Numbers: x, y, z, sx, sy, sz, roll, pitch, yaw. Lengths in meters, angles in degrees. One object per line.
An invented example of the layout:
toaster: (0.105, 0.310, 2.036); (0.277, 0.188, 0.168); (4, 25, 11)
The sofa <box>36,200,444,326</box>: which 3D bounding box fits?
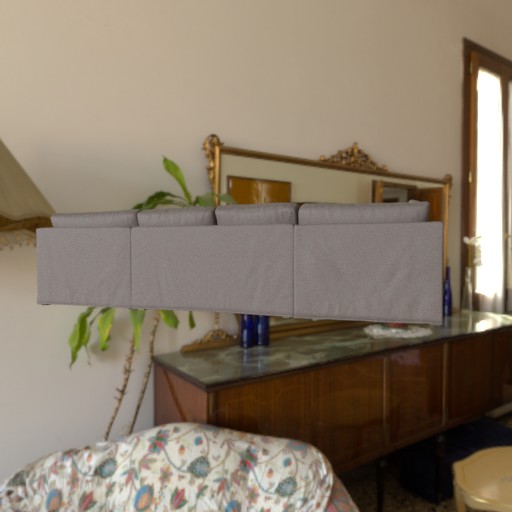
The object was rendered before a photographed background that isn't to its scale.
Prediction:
sofa: (0.000, 0.000, 4.616); (3.460, 0.882, 2.427); (0, 1, 19)
